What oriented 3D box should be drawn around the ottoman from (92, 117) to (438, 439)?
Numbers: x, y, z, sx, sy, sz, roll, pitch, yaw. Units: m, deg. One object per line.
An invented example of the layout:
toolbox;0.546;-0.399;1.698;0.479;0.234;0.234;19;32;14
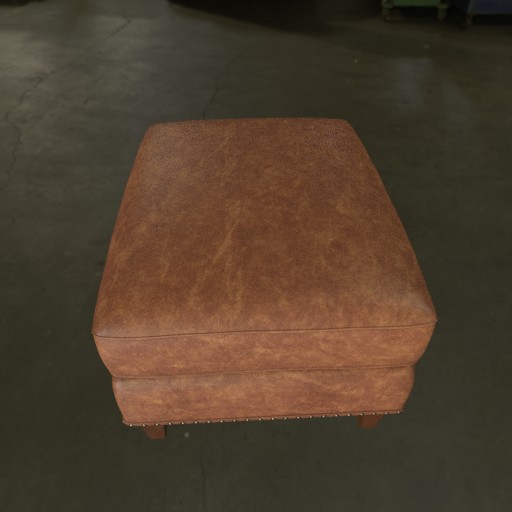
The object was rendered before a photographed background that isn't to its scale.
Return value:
ottoman;0.000;0.000;1.095;0.586;0.486;0.742;-2;42;-2
